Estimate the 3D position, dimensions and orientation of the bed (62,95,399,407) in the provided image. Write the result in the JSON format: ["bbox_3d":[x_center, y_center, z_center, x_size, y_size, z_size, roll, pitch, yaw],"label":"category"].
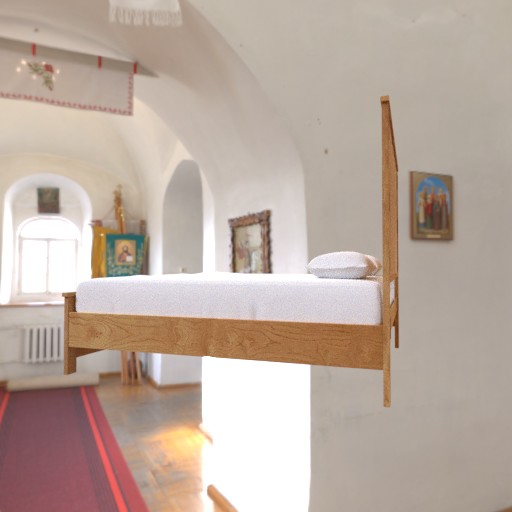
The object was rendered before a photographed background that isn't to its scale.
[{"bbox_3d":[0.000,0.000,4.207,2.530,1.938,2.225,0,-1,19],"label":"bed"}]
